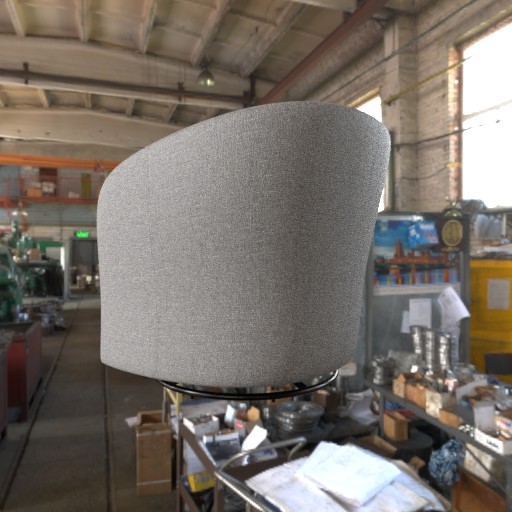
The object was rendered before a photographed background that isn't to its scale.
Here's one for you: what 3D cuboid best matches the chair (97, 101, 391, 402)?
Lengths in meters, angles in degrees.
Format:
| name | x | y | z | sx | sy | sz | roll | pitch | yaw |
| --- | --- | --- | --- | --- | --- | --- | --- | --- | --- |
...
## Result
| name | x | y | z | sx | sy | sz | roll | pitch | yaw |
| --- | --- | --- | --- | --- | --- | --- | --- | --- | --- |
| chair | 0.000 | 0.000 | 1.432 | 0.815 | 0.771 | 0.791 | 1 | 1 | 37 |
